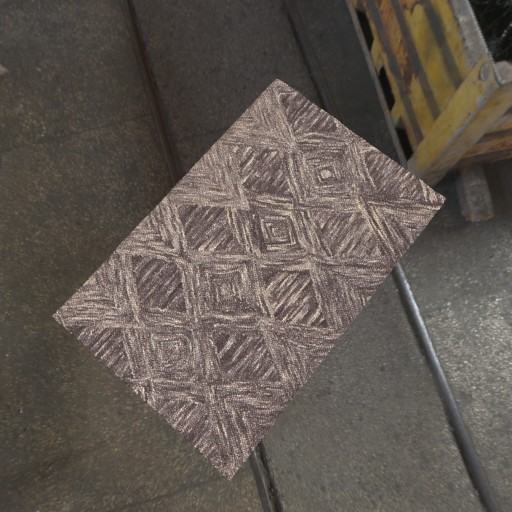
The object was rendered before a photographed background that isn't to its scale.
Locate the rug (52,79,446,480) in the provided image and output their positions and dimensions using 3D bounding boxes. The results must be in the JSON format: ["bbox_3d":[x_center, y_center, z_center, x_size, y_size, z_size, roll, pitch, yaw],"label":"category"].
[{"bbox_3d":[0.000,0.000,2.321,1.186,0.012,1.814,39,79,9],"label":"rug"}]
